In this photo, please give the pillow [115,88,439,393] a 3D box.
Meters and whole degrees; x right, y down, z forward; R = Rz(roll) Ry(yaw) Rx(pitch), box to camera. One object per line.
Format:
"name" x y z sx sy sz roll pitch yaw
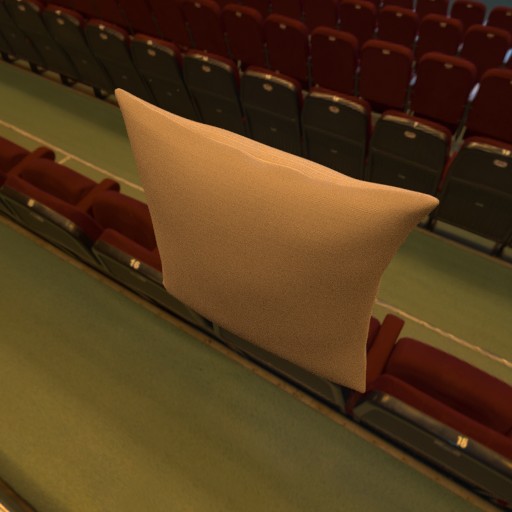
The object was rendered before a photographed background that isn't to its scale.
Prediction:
"pillow" 0.000 0.000 0.784 0.512 0.497 0.204 25 53 21
